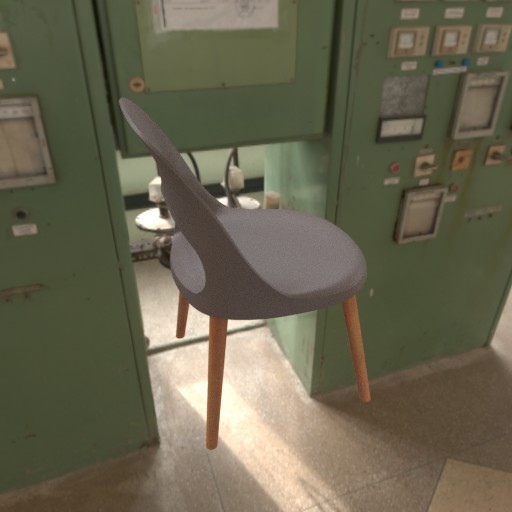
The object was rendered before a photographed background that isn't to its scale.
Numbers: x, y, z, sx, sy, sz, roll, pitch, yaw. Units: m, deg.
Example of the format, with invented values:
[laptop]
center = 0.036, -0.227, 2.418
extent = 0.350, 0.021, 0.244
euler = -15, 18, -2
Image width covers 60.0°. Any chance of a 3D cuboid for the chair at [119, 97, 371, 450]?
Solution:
[chair]
center = 0.000, 0.000, 1.138
extent = 0.556, 0.794, 0.470
euler = -10, 32, -16
